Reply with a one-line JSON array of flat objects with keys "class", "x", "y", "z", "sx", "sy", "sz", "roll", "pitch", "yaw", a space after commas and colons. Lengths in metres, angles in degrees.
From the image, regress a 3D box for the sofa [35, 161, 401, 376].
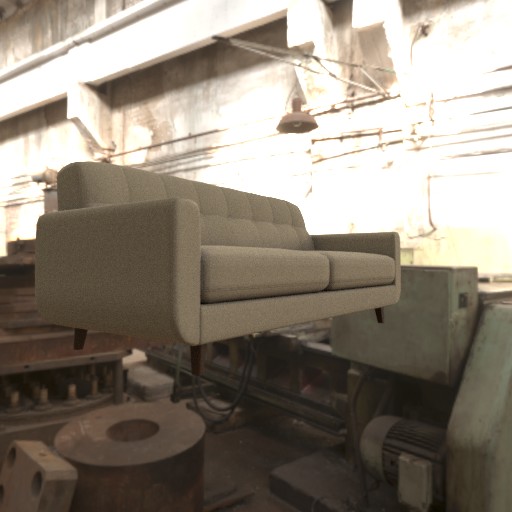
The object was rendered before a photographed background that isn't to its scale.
[{"class": "sofa", "x": 0.000, "y": 0.000, "z": 2.570, "sx": 0.980, "sy": 0.892, "sz": 2.137, "roll": -1, "pitch": -1, "yaw": 37}]
